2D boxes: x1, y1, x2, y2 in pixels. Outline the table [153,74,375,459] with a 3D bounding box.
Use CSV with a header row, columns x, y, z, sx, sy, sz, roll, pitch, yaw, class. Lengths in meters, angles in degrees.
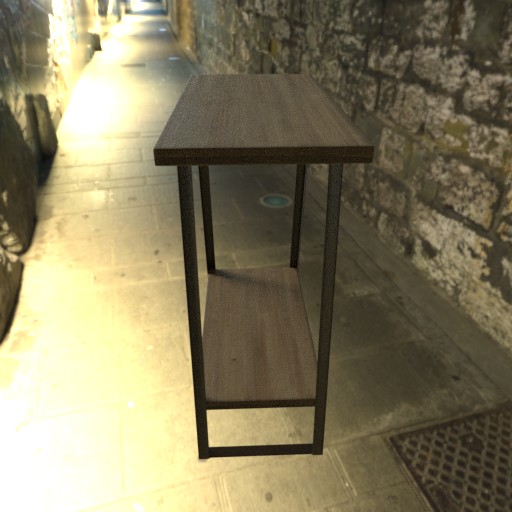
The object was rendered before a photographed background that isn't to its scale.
x,y,z,sx,sy,sz,roll,pitch,yaw,class
0.000,0.000,1.032,0.300,0.701,0.599,-1,31,-2,table
